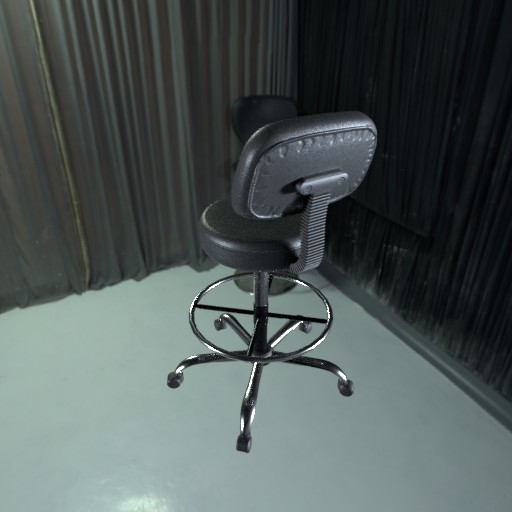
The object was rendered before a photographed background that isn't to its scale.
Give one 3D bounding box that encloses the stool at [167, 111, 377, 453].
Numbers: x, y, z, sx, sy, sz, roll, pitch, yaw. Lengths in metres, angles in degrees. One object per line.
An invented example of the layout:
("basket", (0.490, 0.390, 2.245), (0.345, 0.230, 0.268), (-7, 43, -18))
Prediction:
("stool", (0.000, 0.000, 1.542), (0.694, 1.069, 0.658), (-18, 35, -27))
